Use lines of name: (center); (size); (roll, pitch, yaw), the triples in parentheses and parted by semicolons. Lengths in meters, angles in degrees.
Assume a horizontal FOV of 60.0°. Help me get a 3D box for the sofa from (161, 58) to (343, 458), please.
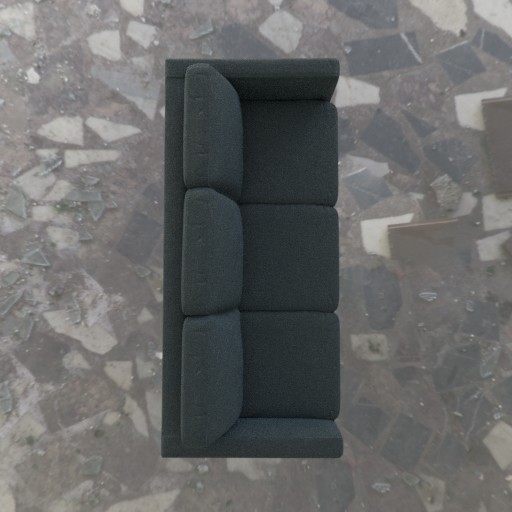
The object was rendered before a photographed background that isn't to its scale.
sofa: (0.000, 0.000, 2.457); (0.935, 0.945, 2.013); (0, 87, 1)
